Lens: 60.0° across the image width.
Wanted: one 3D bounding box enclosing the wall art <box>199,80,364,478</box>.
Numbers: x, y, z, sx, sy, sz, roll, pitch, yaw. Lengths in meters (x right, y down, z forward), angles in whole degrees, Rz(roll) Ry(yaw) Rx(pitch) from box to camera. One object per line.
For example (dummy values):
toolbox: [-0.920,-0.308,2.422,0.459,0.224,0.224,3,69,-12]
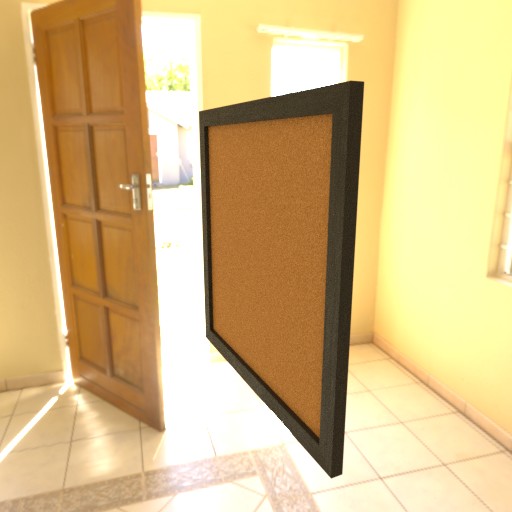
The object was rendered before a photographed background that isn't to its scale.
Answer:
wall art: [0.000,0.000,1.533,0.038,1.016,1.016,-7,16,-25]
